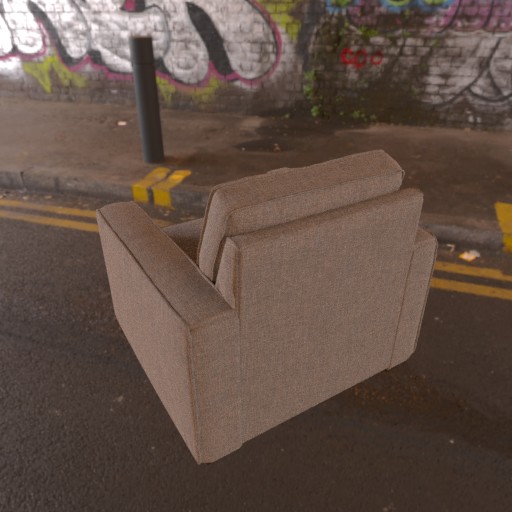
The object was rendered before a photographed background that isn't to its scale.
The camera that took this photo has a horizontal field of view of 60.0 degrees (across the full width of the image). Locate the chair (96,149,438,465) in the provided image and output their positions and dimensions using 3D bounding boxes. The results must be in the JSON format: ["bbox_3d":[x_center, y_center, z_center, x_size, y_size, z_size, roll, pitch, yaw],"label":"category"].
[{"bbox_3d":[0.000,0.000,1.760,1.016,0.914,0.940,-17,34,-27],"label":"chair"}]
